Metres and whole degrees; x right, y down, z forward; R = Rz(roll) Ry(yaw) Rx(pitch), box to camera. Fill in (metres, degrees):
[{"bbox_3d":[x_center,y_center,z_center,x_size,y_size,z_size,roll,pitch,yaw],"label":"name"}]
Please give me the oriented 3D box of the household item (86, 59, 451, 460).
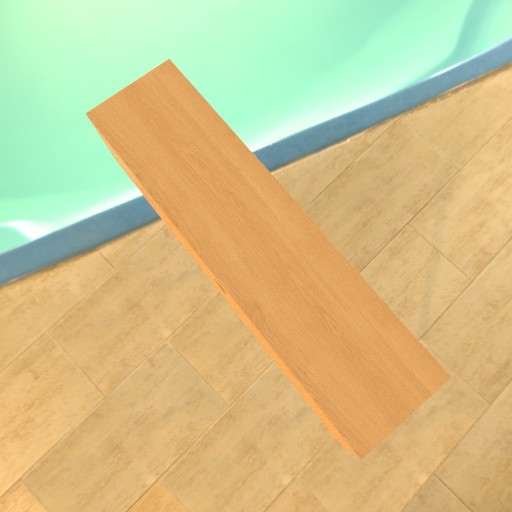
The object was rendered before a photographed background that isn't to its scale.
[{"bbox_3d":[0.000,0.000,1.799,0.400,0.600,1.550,-38,78,-9],"label":"household item"}]
